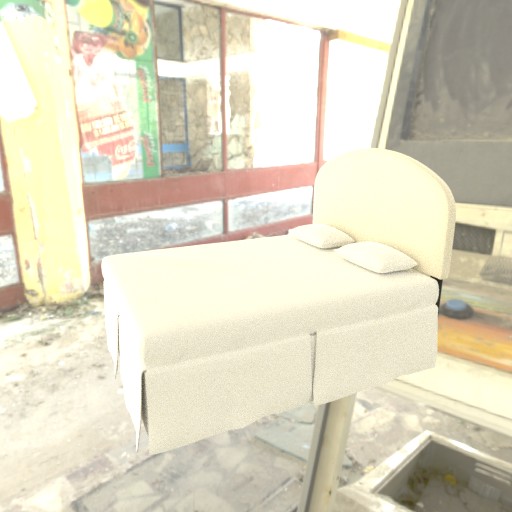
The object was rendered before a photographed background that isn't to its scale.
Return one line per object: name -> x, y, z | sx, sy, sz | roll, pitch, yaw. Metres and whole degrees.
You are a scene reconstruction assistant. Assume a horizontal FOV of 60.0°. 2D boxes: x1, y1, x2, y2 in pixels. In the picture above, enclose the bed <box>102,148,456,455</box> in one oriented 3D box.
bed -> 0.000, 0.000, 3.056 | 2.005, 1.410, 1.607 | -7, 18, -24
